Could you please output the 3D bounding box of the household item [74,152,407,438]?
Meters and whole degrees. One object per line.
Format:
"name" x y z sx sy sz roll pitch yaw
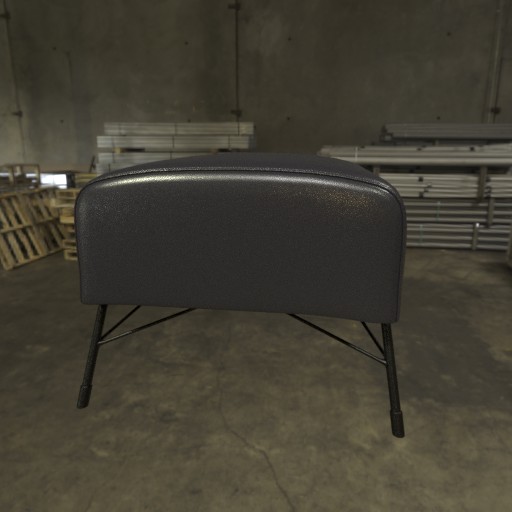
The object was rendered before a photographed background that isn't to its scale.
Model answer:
"household item" 0.000 0.000 0.902 0.530 0.410 0.530 2 14 8
